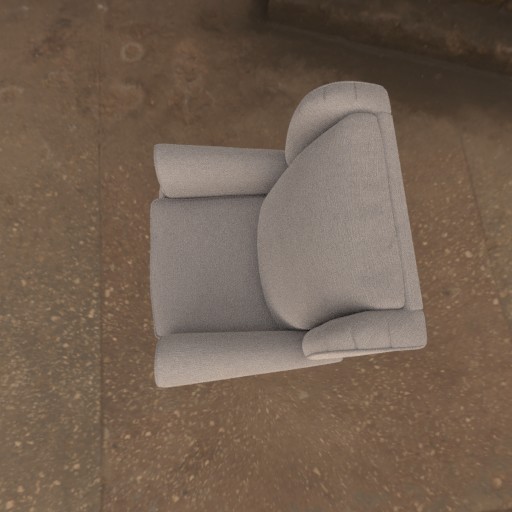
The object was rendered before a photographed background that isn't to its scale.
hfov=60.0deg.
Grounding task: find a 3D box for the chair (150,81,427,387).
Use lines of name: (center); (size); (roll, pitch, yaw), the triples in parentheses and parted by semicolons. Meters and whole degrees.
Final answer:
chair: (0.000, 0.000, 1.667); (0.854, 0.966, 0.906); (-3, 75, -1)
